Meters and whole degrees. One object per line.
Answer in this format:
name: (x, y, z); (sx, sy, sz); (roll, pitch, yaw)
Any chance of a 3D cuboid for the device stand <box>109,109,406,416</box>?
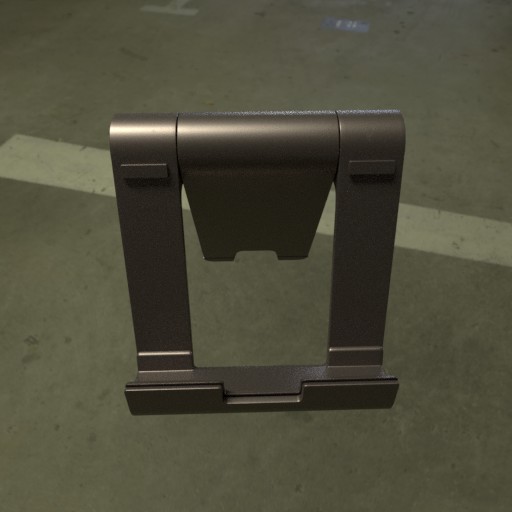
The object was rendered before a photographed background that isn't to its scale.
device stand: (0.000, 0.000, 0.150); (0.088, 0.084, 0.079); (-1, 46, -1)
